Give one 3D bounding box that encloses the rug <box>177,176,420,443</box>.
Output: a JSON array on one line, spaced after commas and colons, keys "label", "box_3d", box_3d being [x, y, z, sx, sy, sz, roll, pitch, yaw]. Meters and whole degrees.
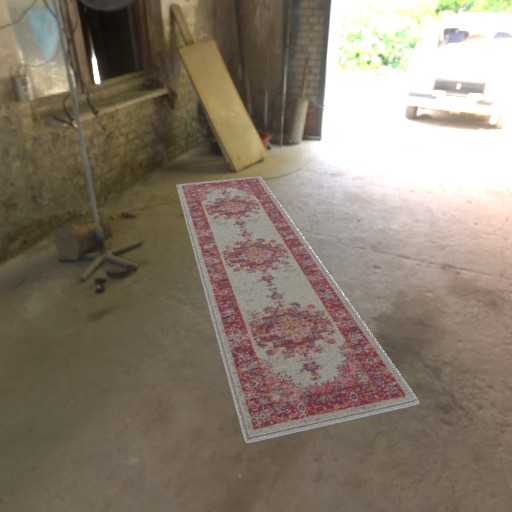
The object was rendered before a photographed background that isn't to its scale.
[{"label": "rug", "box_3d": [0.000, 0.000, 2.504, 0.666, 0.011, 2.294, -8, 33, -12]}]
